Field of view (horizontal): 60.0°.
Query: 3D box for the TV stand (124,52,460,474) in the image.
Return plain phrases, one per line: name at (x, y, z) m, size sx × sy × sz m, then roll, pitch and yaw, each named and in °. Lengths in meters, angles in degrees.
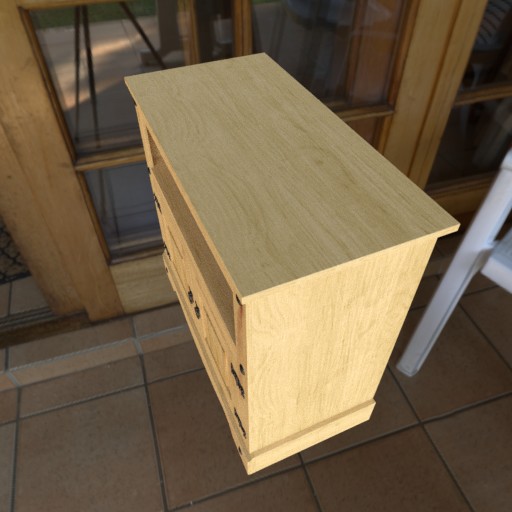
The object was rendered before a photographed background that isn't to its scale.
TV stand at (0.000, 0.000, 1.290) m, size 0.430 × 0.787 × 0.851 m, roll -17°, pitch 48°, yaw -16°
